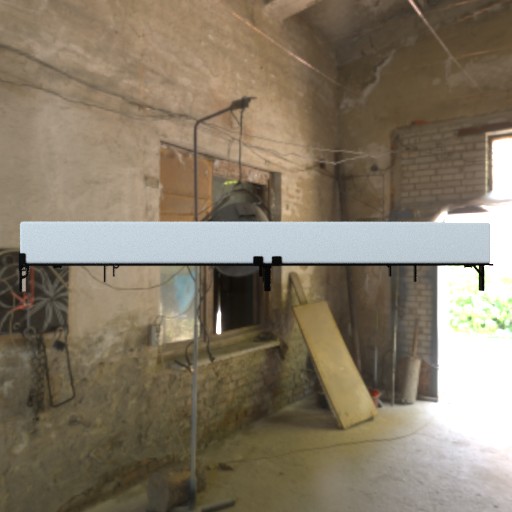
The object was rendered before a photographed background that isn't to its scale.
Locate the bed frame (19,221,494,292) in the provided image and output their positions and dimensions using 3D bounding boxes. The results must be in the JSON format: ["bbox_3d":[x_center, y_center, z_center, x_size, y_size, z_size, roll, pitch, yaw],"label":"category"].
[{"bbox_3d":[0.000,0.000,3.743,2.987,0.440,1.930,0,0,-1],"label":"bed frame"}]
